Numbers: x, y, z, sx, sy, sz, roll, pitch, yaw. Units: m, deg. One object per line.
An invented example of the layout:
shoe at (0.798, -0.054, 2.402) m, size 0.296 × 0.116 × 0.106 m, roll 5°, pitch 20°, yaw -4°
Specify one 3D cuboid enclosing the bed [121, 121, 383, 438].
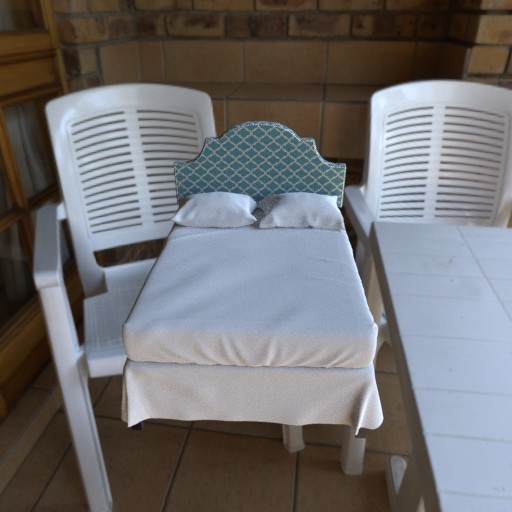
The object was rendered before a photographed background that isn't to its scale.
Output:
bed at (0.000, 0.000, 3.445) m, size 1.780 × 1.633 × 2.222 m, roll 1°, pitch 29°, yaw 2°
